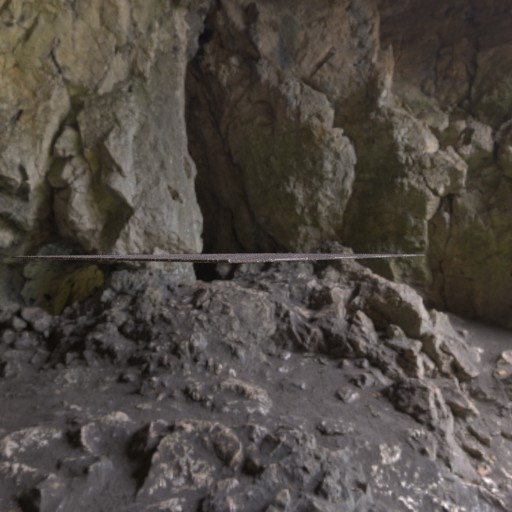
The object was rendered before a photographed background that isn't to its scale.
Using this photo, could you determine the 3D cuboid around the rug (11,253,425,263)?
[{"bbox_3d":[0.000,0.000,2.971,1.541,0.012,2.457,1,1,36],"label":"rug"}]
